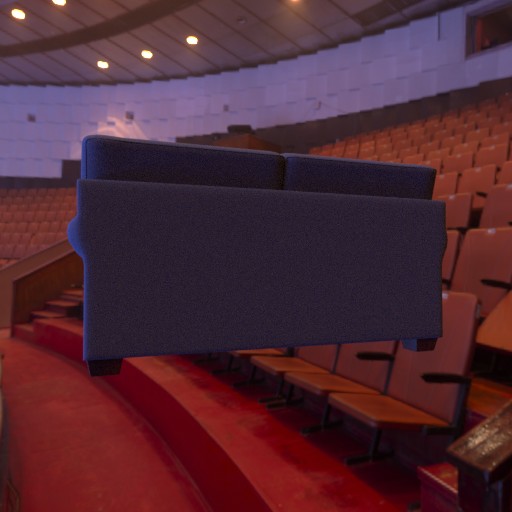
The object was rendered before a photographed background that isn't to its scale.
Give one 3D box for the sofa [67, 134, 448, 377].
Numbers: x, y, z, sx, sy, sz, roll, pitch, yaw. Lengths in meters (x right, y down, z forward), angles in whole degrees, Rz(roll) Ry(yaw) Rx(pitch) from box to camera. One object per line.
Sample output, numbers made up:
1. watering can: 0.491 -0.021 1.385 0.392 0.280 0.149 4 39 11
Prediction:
1. sofa: 0.000 0.000 2.500 1.930 1.020 0.940 1 -2 -19
